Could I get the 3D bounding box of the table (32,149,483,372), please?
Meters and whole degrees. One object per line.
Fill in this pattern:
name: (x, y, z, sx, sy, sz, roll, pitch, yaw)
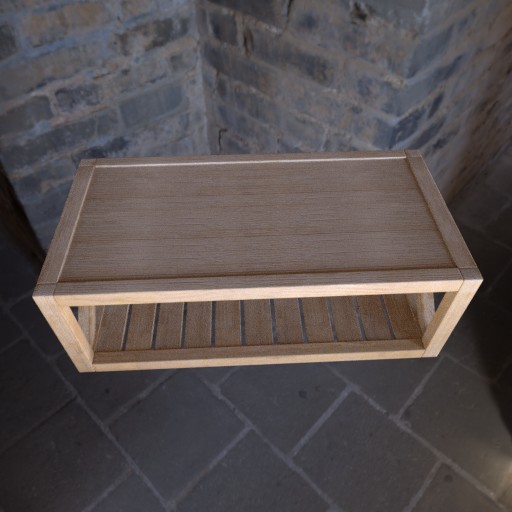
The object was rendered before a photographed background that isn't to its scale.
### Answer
table: (0.000, 0.000, 1.670, 1.321, 0.457, 0.660, -2, 48, -2)
